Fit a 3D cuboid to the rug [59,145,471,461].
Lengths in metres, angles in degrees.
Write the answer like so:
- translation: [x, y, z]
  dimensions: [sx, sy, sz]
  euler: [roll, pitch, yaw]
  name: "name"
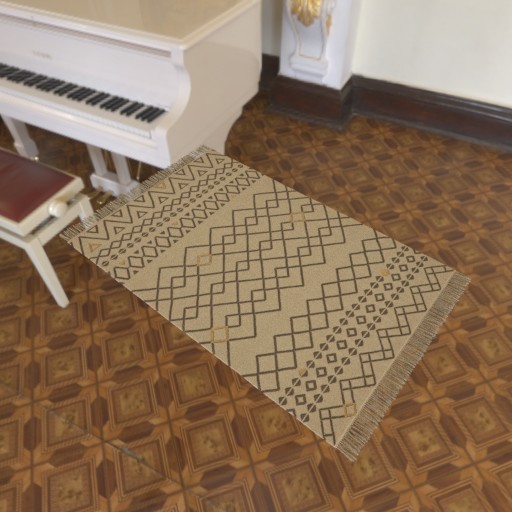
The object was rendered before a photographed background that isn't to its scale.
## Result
- translation: [0.000, 0.000, 3.052]
  dimensions: [2.472, 0.035, 1.495]
  euler: [31, 55, 25]
  name: "rug"
